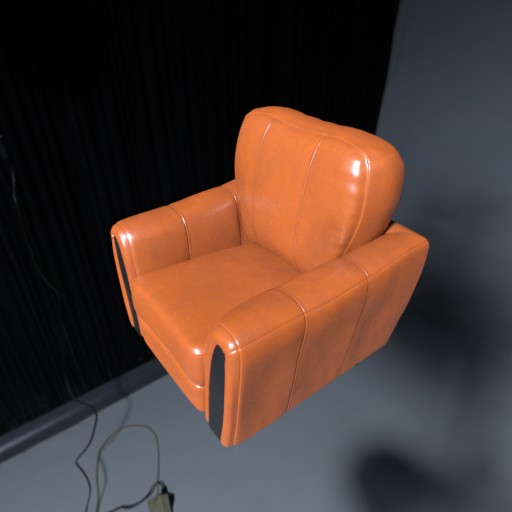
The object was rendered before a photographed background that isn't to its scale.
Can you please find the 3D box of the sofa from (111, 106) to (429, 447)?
[{"bbox_3d":[0.000,0.000,1.549,0.789,0.876,0.836,-21,38,-30],"label":"sofa"}]
